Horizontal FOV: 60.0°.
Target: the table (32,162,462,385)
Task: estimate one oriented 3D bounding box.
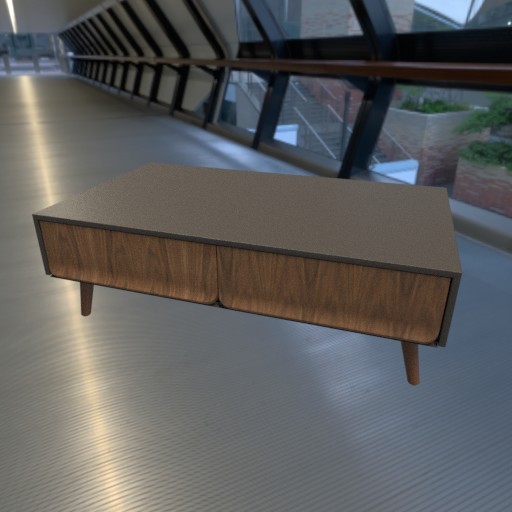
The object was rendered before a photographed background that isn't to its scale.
[{"bbox_3d":[0.000,0.000,1.540,1.201,0.404,0.703,8,27,17],"label":"table"}]
